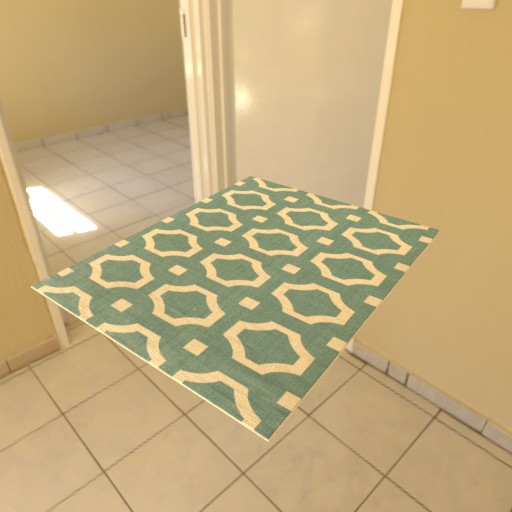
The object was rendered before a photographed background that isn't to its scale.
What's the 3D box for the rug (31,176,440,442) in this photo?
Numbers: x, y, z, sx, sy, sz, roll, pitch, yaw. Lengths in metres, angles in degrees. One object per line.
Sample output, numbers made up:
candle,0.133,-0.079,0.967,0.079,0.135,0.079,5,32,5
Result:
rug,0.000,0.000,4.149,2.466,0.021,3.049,22,38,30
